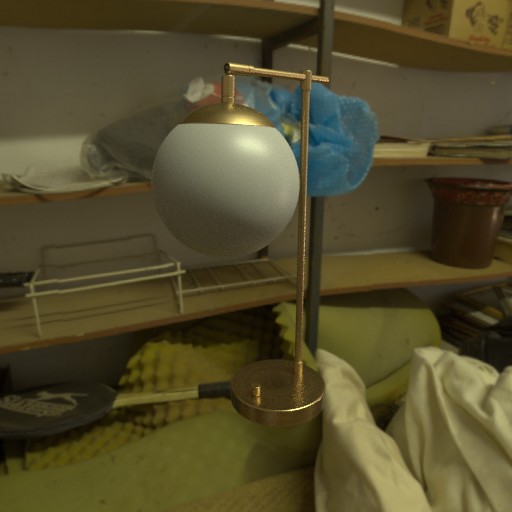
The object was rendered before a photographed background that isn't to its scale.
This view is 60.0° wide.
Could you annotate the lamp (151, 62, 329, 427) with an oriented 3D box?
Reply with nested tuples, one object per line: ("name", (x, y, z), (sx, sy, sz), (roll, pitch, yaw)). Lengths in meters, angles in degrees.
("lamp", (0.000, 0.000, 0.697), (0.324, 0.559, 0.207), (-15, 21, -42))
